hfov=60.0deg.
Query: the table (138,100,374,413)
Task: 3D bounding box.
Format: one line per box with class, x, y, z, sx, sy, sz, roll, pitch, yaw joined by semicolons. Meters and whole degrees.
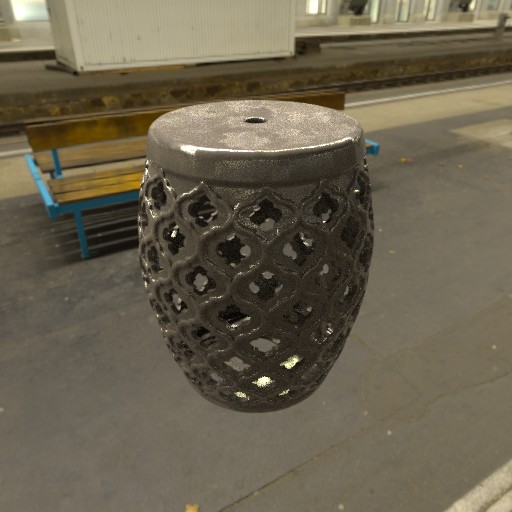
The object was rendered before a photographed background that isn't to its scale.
table;0.000;0.000;0.644;0.325;0.388;0.325;0;31;0
